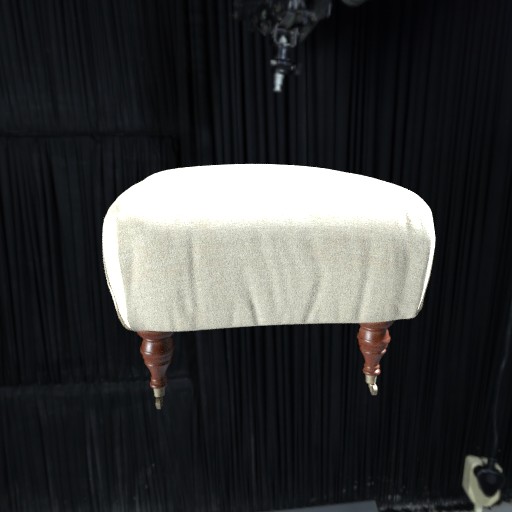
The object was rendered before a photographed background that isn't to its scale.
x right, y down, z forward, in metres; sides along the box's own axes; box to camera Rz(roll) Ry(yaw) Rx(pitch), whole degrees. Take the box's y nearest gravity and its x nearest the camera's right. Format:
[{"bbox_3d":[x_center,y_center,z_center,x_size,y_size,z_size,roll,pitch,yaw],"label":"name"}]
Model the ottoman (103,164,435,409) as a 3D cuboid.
[{"bbox_3d":[0.000,0.000,1.132,0.622,0.450,0.747,-2,14,-6],"label":"ottoman"}]
